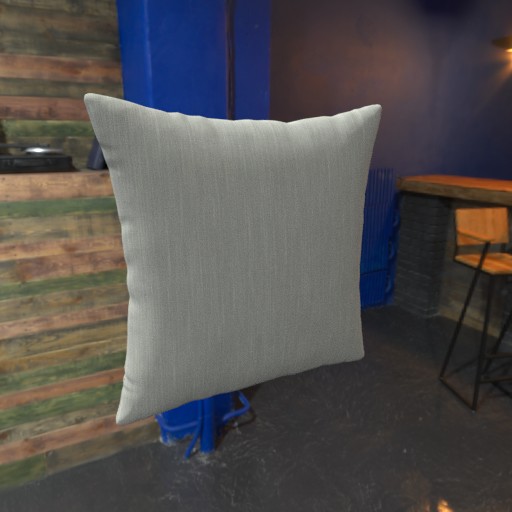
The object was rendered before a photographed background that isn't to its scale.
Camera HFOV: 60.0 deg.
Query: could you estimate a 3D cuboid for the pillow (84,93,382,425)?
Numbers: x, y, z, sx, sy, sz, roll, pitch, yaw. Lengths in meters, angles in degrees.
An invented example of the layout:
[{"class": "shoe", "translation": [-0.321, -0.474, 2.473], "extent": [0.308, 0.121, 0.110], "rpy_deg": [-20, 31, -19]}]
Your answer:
[{"class": "pillow", "translation": [0.000, 0.000, 0.763], "extent": [0.511, 0.509, 0.161], "rpy_deg": [-8, 17, -26]}]
